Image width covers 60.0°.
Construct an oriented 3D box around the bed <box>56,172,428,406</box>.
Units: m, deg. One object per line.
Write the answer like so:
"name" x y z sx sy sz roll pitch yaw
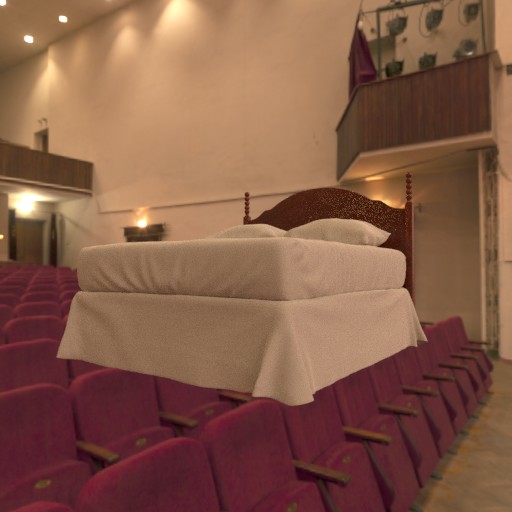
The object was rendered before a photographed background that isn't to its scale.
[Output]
"bed" 0.000 0.000 3.156 1.873 1.356 2.040 -1 -2 35
